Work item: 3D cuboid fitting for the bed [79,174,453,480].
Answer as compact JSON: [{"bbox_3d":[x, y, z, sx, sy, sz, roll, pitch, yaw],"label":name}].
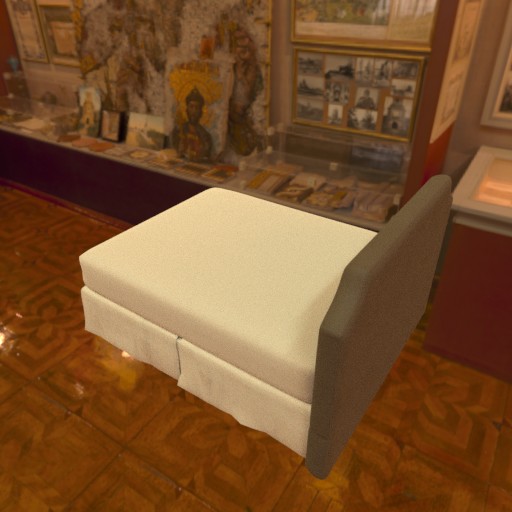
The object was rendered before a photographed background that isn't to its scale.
[{"bbox_3d":[0.000,0.000,3.266,2.181,1.297,1.831,20,37,29],"label":"bed"}]
